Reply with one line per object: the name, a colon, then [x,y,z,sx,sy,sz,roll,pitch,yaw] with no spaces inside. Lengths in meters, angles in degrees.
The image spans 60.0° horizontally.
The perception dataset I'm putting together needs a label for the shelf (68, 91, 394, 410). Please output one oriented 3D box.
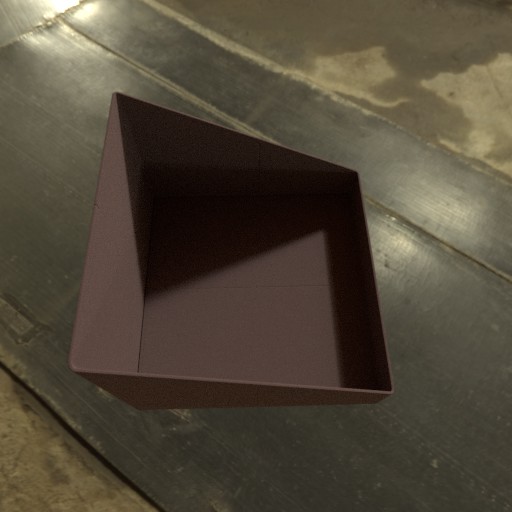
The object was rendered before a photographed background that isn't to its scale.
shelf: [0.000,0.000,0.493,0.292,0.210,0.292,-1,63,-1]
